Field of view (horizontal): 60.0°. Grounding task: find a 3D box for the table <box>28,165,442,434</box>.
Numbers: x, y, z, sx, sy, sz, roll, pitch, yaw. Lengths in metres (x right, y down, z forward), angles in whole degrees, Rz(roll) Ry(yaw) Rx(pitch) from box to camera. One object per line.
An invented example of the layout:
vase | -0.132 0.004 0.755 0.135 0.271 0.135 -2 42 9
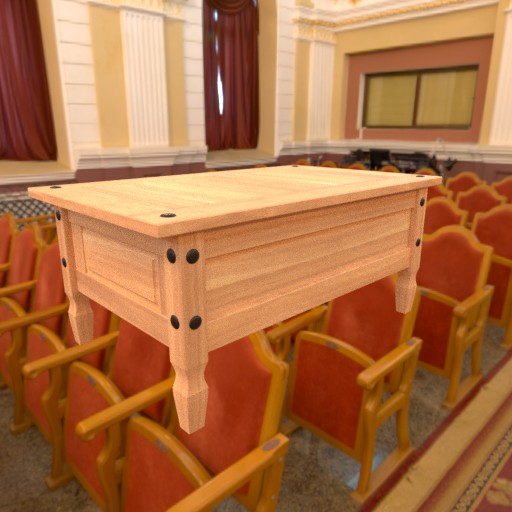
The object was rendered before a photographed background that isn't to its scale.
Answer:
table | 0.000 0.000 1.286 1.000 0.437 0.600 -15 22 -42
